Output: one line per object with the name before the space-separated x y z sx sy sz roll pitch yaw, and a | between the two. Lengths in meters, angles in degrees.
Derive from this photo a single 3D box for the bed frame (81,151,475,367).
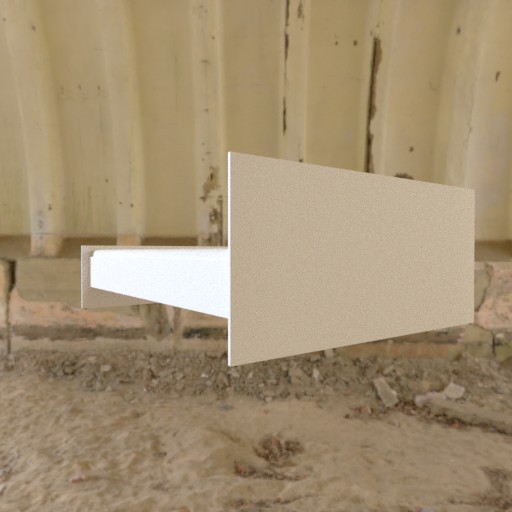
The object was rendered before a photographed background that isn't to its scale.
bed frame | 0.000 0.000 2.971 1.720 0.800 2.060 0 1 -36
